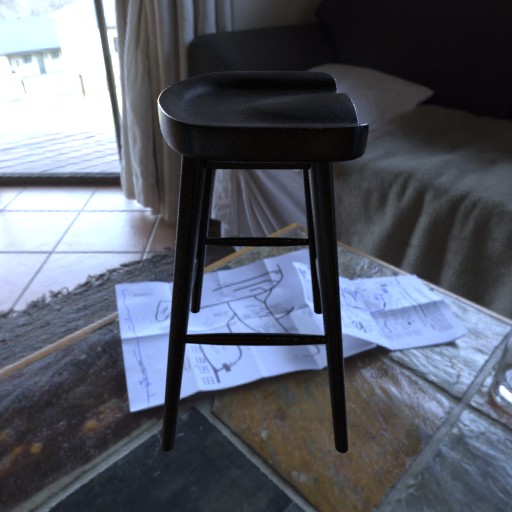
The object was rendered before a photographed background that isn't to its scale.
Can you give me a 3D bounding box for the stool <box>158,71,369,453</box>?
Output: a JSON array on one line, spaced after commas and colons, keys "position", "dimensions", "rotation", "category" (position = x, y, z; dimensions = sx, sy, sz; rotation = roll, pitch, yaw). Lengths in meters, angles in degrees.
[{"position": [0.000, 0.000, 0.869], "dimensions": [0.361, 0.615, 0.440], "rotation": [0, 32, 1], "category": "stool"}]
